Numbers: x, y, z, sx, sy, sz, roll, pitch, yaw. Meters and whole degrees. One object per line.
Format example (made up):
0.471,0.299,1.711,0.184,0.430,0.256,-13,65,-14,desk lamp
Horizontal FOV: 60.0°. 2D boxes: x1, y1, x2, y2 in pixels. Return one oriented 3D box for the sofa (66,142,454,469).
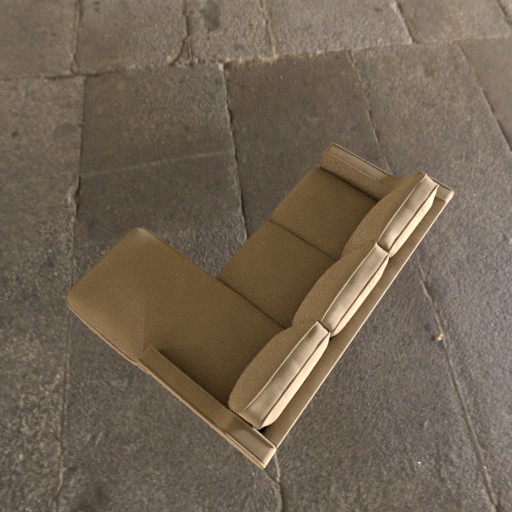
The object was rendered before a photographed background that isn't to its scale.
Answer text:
0.000,0.000,3.355,1.858,1.066,2.317,35,68,16,sofa
